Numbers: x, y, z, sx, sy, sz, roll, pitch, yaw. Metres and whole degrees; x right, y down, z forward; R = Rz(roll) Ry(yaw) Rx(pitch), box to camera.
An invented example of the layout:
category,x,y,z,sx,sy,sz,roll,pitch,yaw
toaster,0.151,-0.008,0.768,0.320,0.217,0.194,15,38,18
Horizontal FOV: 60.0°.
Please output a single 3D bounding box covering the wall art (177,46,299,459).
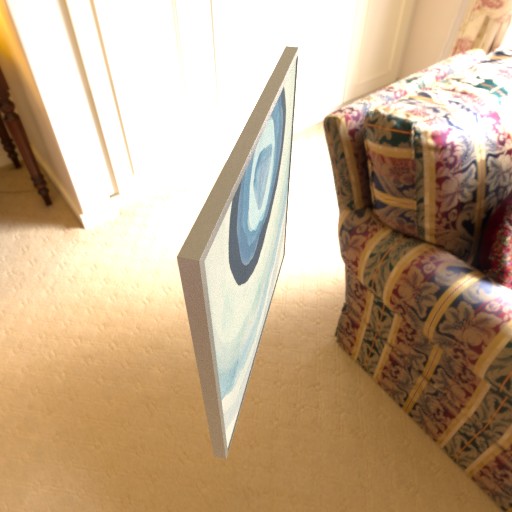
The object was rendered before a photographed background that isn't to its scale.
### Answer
category,x,y,z,sx,sy,sz,roll,pitch,yaw
wall art,0.000,0.000,1.211,0.038,0.807,0.809,10,47,10
